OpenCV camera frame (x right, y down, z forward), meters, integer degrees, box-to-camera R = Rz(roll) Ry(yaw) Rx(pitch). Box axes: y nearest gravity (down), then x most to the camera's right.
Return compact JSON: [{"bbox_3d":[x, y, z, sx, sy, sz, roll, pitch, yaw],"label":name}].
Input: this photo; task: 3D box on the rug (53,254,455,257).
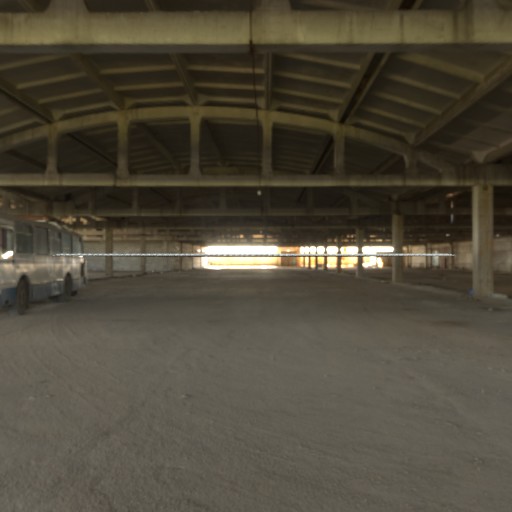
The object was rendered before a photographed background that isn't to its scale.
[{"bbox_3d":[0.000,0.000,4.104,2.380,0.013,3.051,0,0,1],"label":"rug"}]
